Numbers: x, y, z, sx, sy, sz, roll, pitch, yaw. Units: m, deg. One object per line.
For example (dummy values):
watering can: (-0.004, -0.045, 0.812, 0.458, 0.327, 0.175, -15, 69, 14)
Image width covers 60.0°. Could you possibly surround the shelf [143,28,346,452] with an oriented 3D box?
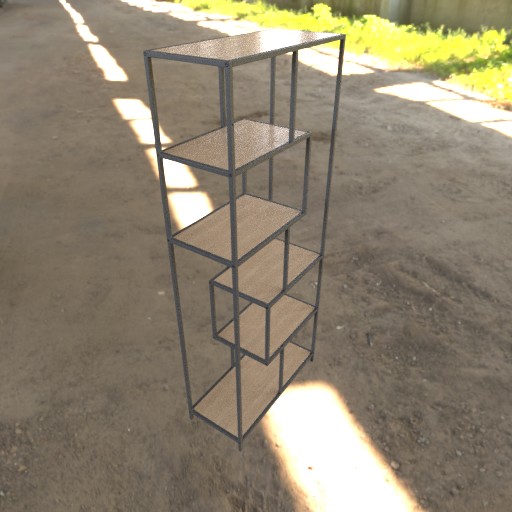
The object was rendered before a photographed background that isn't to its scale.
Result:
shelf: (0.000, 0.000, 2.106, 0.350, 1.850, 0.770, 21, 38, 29)
